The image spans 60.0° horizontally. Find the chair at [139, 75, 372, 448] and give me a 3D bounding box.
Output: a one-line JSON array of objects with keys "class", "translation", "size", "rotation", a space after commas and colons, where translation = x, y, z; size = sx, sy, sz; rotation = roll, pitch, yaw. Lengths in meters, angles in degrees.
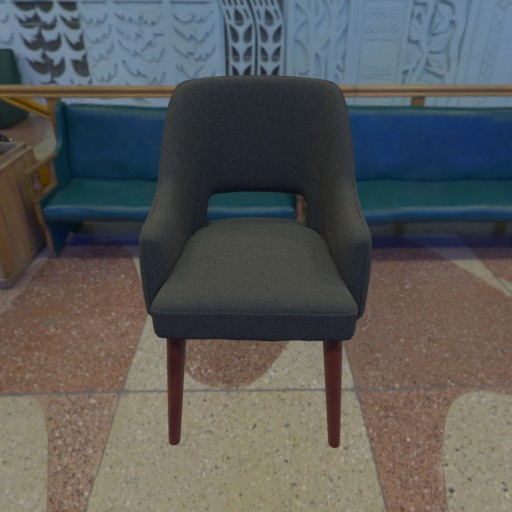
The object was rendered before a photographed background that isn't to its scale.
[{"class": "chair", "translation": [0.000, 0.000, 1.197], "size": [0.559, 0.838, 0.560], "rotation": [1, 30, 1]}]
